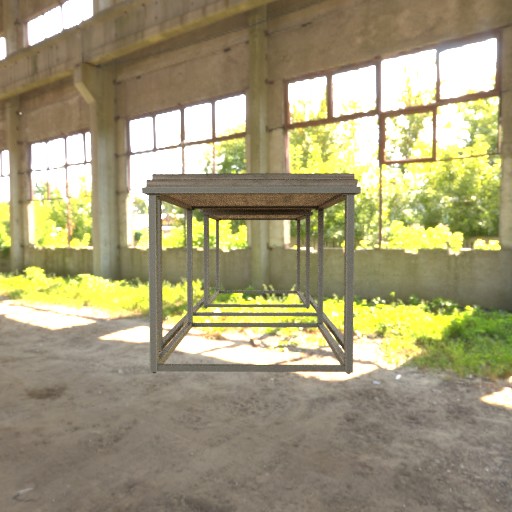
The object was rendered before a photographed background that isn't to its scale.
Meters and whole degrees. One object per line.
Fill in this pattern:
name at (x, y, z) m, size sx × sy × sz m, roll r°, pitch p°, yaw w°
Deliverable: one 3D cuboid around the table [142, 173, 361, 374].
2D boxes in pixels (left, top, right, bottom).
table at (0.000, 0.000, 1.532) m, size 0.489 × 0.427 × 1.312 m, roll 0°, pitch 2°, yaw 1°
